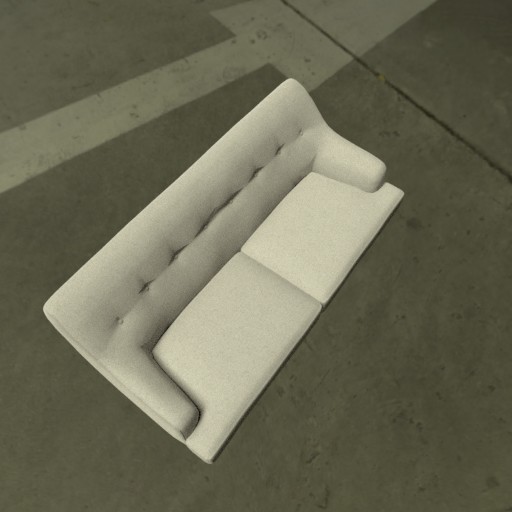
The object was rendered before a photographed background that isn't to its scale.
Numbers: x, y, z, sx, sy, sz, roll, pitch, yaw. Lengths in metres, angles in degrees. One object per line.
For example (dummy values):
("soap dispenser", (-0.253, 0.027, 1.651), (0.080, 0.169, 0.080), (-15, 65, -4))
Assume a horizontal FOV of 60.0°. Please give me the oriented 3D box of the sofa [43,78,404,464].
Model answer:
("sofa", (0.000, 0.000, 2.605), (0.978, 0.871, 2.057), (33, 64, 18))
